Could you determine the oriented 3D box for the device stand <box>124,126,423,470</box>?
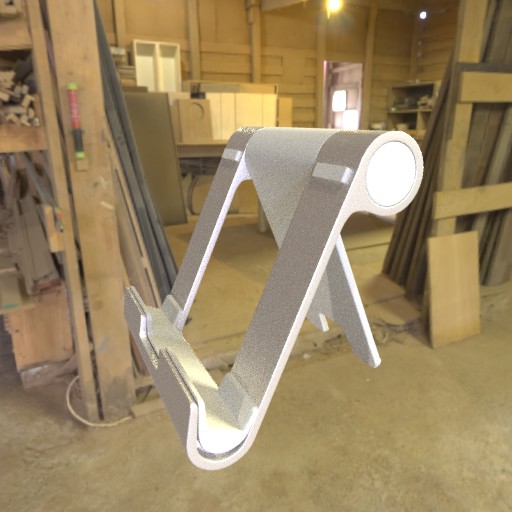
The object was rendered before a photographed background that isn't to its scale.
[{"bbox_3d":[0.000,0.000,0.151,0.079,0.084,0.086,-8,19,-24],"label":"device stand"}]
